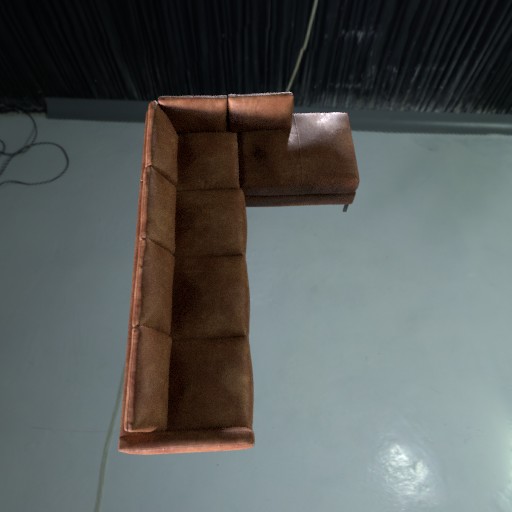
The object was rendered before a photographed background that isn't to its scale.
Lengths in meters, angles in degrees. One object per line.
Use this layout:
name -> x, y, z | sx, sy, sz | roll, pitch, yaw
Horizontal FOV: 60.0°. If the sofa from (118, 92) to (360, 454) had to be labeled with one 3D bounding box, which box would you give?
sofa -> 0.000, 0.000, 3.739 | 1.938, 0.877, 2.984 | -2, 64, -1
